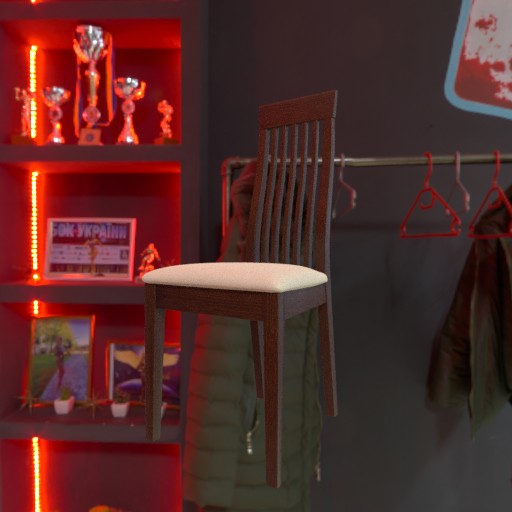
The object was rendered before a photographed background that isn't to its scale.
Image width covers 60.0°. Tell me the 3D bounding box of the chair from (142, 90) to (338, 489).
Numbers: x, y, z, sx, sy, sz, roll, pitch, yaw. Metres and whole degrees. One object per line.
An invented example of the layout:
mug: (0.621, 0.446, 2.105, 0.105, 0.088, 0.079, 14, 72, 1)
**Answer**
chair: (0.000, 0.000, 1.290, 0.460, 1.027, 0.474, 1, 2, 35)
